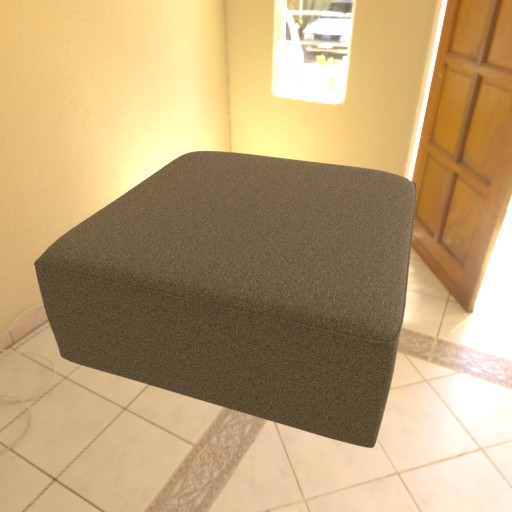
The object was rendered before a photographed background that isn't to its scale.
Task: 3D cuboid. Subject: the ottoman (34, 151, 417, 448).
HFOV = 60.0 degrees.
[{"bbox_3d":[0.000,0.000,1.584,1.015,0.464,1.005,11,34,16],"label":"ottoman"}]
